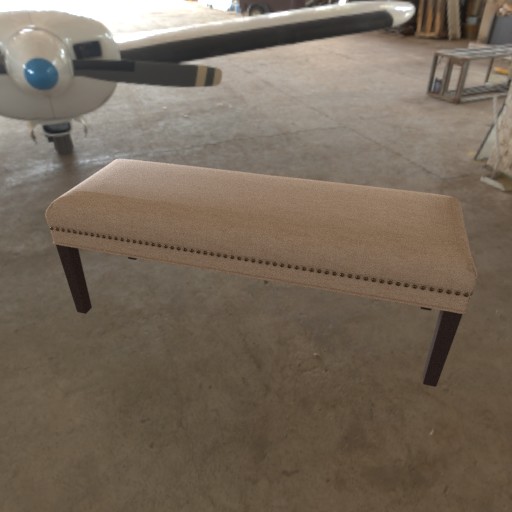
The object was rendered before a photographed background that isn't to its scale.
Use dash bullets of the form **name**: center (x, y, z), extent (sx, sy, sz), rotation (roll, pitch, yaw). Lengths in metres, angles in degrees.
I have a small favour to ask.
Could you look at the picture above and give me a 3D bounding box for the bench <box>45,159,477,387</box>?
- **bench**: center (0.000, 0.000, 1.453), extent (1.219, 0.457, 0.410), rotation (9, 34, 13)
